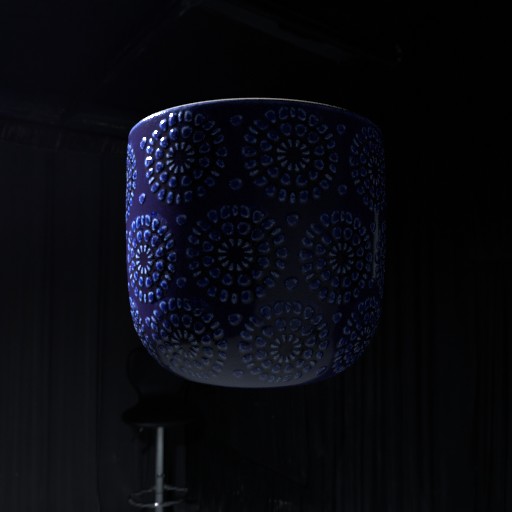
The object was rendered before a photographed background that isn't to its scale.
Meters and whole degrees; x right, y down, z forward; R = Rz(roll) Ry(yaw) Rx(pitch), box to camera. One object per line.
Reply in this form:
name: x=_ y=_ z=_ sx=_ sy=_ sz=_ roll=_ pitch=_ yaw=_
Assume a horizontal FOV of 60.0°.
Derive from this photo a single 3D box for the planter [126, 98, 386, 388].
planter: x=0.000 y=0.000 z=0.293 sx=0.165 sy=0.149 sz=0.165 roll=0 pitch=-2 yaw=0
